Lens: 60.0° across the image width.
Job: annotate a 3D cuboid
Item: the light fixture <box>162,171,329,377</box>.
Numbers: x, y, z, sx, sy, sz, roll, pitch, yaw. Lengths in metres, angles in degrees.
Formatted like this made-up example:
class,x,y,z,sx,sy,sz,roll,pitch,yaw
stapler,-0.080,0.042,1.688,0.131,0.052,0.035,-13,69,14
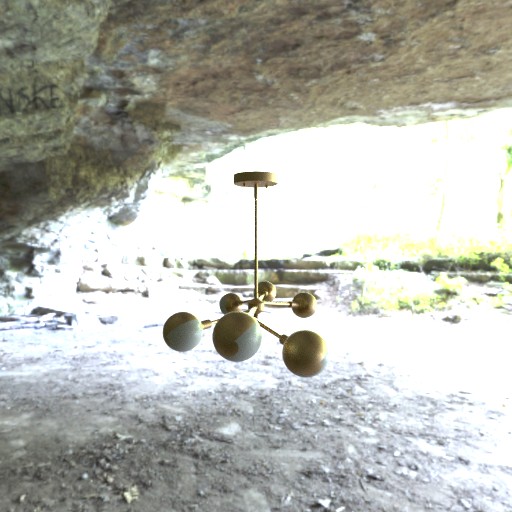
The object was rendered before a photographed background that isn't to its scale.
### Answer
class,x,y,z,sx,sy,sz,roll,pitch,yaw
light fixture,0.000,0.000,0.993,0.434,0.362,0.778,0,0,20
